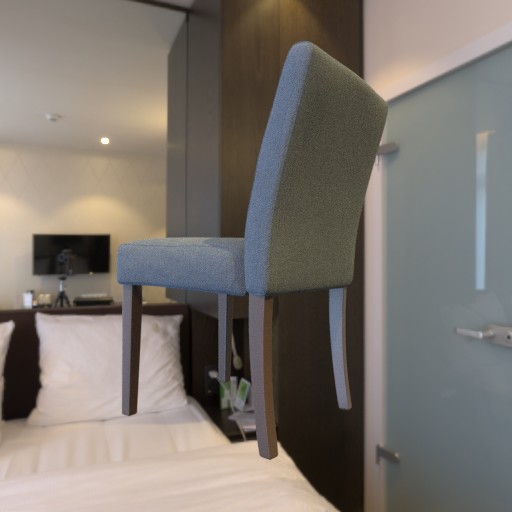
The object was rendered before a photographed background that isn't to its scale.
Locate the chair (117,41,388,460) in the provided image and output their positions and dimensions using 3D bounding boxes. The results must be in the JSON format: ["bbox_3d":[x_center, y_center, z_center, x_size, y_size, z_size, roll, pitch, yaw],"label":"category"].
[{"bbox_3d":[0.000,0.000,1.231,0.629,0.882,0.487,0,-1,36],"label":"chair"}]
